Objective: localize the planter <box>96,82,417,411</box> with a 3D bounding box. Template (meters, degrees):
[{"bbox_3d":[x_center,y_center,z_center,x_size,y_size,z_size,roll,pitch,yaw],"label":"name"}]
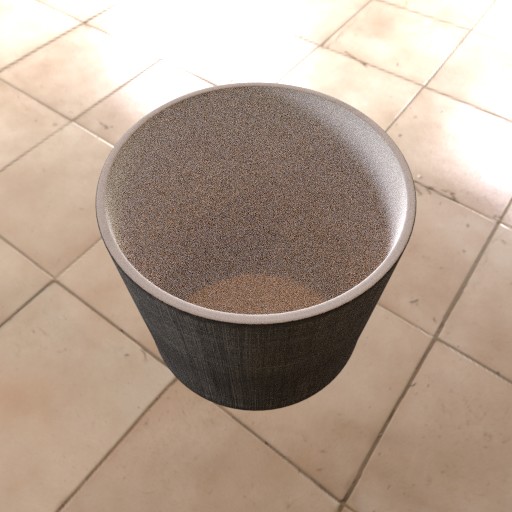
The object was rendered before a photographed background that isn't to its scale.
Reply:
[{"bbox_3d":[0.000,0.000,0.316,0.178,0.157,0.178,0,57,0],"label":"planter"}]
